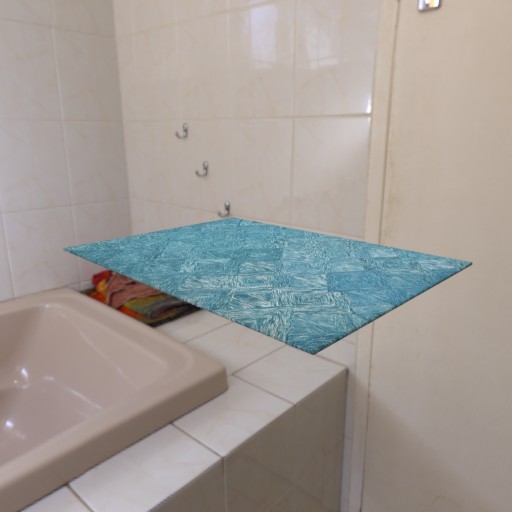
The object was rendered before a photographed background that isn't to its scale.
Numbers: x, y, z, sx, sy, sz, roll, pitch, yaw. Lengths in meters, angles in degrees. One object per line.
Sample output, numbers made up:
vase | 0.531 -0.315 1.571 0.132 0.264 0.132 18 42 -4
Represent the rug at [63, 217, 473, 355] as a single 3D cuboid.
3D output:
rug | 0.000 0.000 4.320 3.217 0.027 2.405 15 21 42
